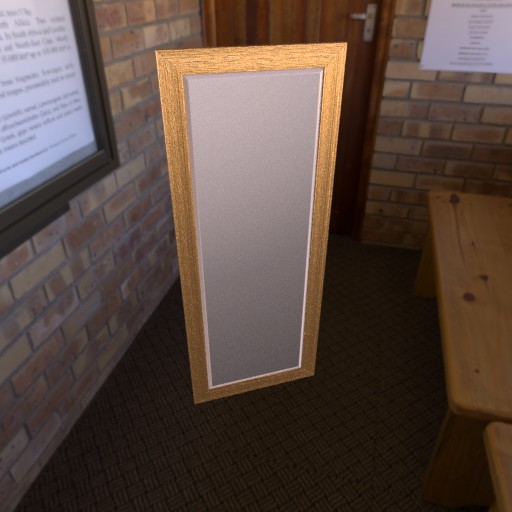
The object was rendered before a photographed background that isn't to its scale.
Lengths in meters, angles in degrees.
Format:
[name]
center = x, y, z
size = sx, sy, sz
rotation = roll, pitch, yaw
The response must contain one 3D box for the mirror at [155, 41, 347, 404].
[mirror]
center = 0.000, 0.000, 2.351
size = 0.812, 2.031, 0.025
rotation = -9, 33, -14
